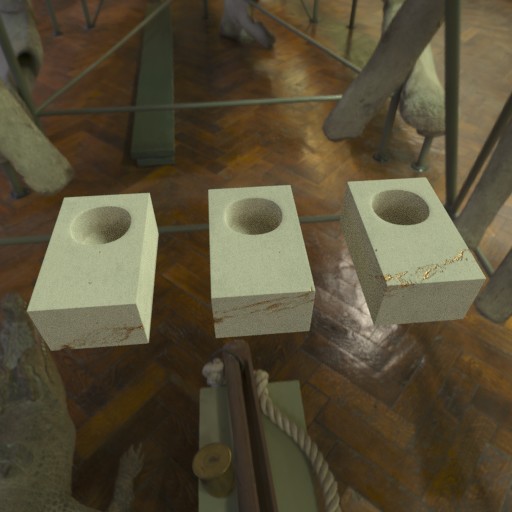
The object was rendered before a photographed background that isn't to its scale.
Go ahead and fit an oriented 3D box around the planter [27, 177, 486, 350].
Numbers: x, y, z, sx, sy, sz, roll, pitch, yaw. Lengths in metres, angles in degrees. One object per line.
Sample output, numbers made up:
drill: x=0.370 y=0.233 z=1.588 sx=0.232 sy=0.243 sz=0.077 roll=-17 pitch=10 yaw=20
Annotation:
planter: x=0.000 y=0.000 z=0.382 sx=0.333 sy=0.051 sz=0.127 roll=-4 pitch=46 yaw=-4
